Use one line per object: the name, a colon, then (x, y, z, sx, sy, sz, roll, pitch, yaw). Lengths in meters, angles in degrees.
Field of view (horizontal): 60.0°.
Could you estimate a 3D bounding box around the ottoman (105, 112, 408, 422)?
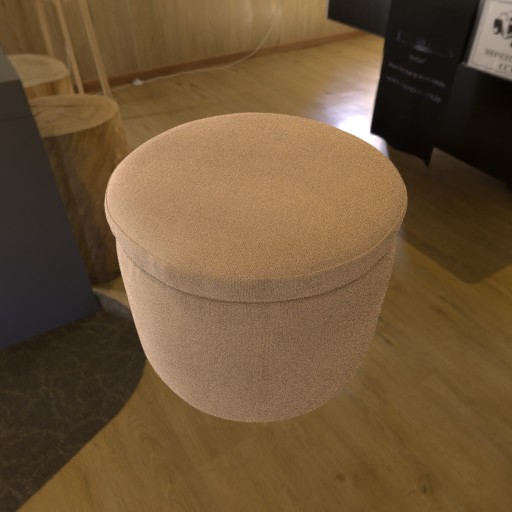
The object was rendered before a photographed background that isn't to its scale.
ottoman: (0.000, 0.000, 0.855, 0.497, 0.409, 0.497, 0, 41, 0)
